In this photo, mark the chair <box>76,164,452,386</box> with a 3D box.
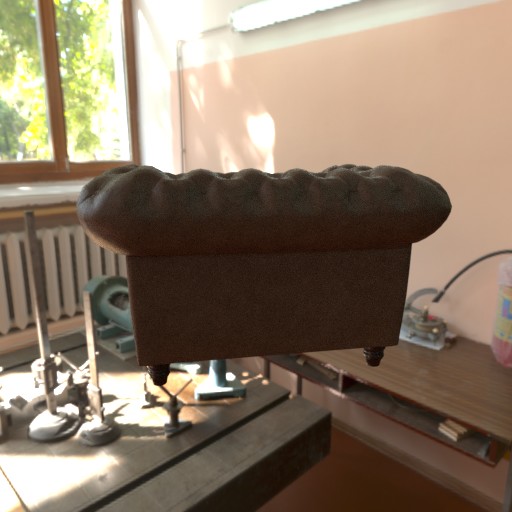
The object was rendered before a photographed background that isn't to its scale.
[{"bbox_3d":[0.000,0.000,1.901,1.298,0.784,0.954,-2,14,-10],"label":"chair"}]
